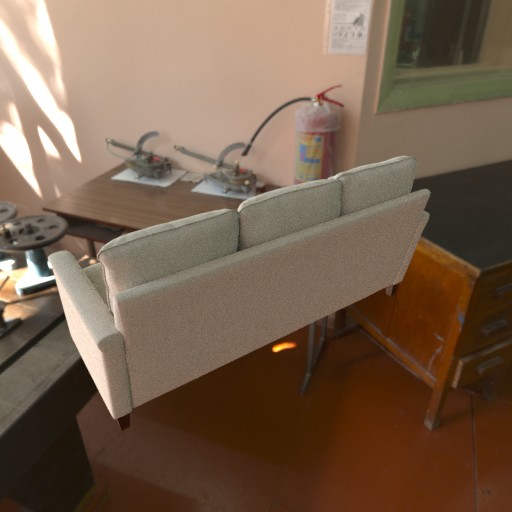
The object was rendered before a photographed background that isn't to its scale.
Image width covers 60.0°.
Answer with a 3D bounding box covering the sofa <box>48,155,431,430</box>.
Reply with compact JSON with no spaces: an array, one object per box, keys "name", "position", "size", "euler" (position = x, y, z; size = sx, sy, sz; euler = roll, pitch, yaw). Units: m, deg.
[{"name":"sofa","position":[0.000,0.000,2.407],"size":[1.925,0.961,0.828],"euler":[-19,36,-29]}]
